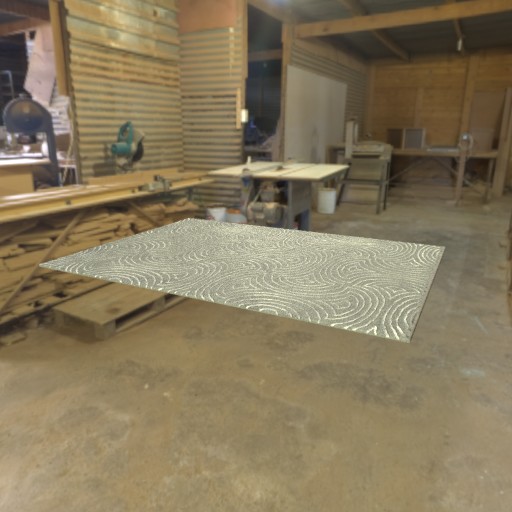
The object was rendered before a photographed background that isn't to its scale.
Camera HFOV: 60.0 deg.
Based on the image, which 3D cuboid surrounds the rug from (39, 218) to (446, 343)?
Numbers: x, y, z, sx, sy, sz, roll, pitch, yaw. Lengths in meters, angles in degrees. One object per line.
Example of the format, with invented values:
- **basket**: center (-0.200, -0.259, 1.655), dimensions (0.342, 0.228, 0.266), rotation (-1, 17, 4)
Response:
- **rug**: center (0.000, 0.000, 2.855), dimensions (2.144, 0.015, 1.543), rotation (8, 18, 26)
